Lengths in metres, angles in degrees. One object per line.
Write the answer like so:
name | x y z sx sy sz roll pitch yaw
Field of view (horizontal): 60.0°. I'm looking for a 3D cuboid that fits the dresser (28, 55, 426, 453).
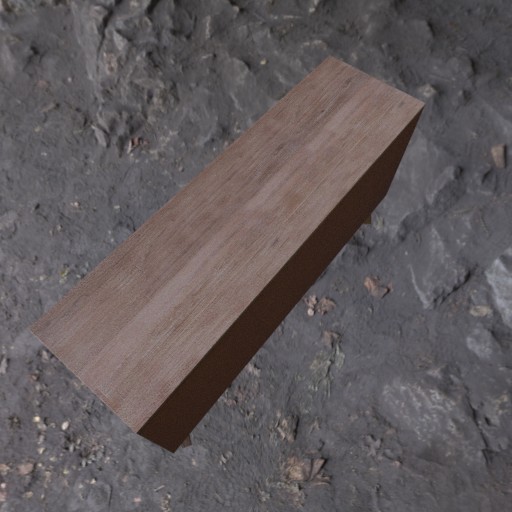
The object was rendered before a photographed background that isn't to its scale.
dresser | 0.000 0.000 1.866 0.455 0.805 1.554 35 67 18
